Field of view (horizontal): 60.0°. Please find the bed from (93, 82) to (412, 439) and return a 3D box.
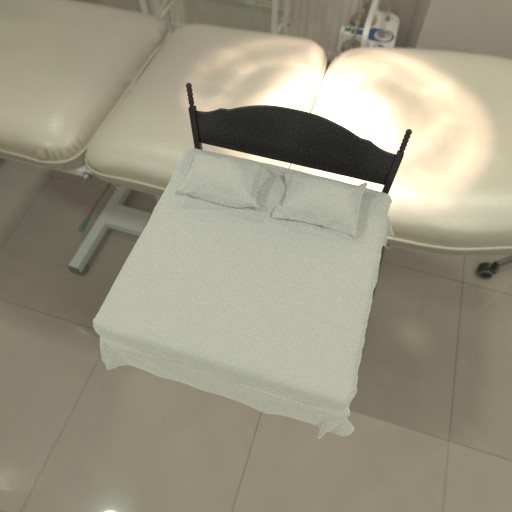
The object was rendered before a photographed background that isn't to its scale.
[{"bbox_3d":[0.000,0.000,3.663,2.322,1.355,2.219,15,60,9],"label":"bed"}]
